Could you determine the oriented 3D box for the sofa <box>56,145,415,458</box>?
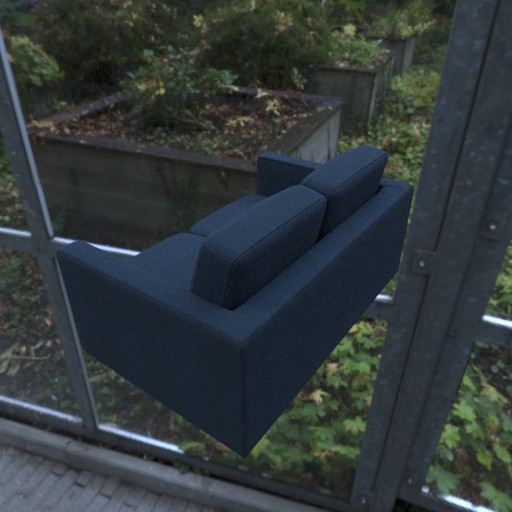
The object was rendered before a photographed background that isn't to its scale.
[{"bbox_3d":[0.000,0.000,2.205,0.999,0.930,1.518,21,37,30],"label":"sofa"}]
